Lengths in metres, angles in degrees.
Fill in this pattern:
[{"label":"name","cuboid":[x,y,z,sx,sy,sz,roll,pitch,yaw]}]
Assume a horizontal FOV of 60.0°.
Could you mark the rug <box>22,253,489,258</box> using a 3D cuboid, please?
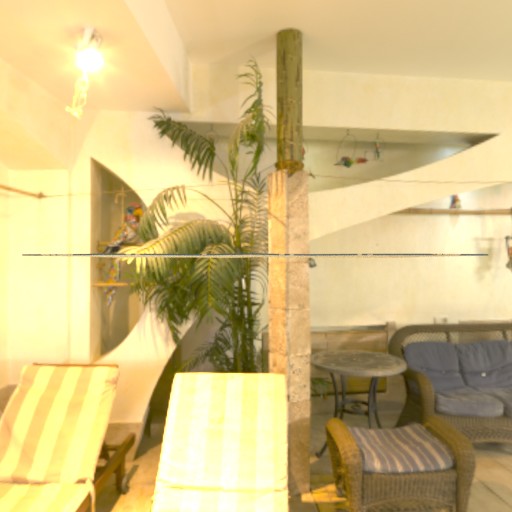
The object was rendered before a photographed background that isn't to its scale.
[{"label":"rug","cuboid":[0.000,0.000,2.759,2.135,0.013,1.524,0,-1,1]}]
